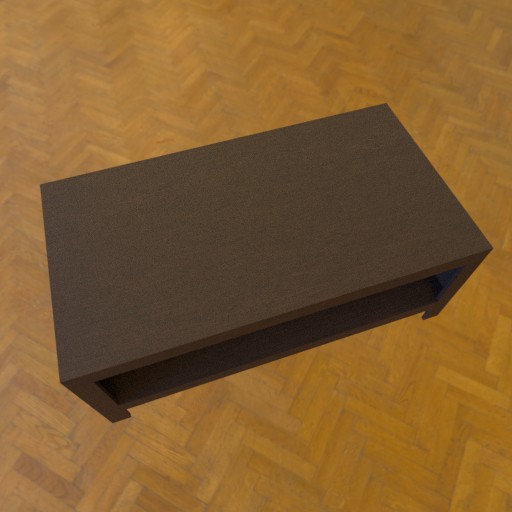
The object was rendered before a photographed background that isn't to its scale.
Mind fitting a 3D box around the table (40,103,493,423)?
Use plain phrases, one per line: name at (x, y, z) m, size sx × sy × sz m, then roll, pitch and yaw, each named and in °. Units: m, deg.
table at (0.000, 0.000, 1.385) m, size 1.099 × 0.424 × 0.597 m, roll -16°, pitch 59°, yaw -10°
